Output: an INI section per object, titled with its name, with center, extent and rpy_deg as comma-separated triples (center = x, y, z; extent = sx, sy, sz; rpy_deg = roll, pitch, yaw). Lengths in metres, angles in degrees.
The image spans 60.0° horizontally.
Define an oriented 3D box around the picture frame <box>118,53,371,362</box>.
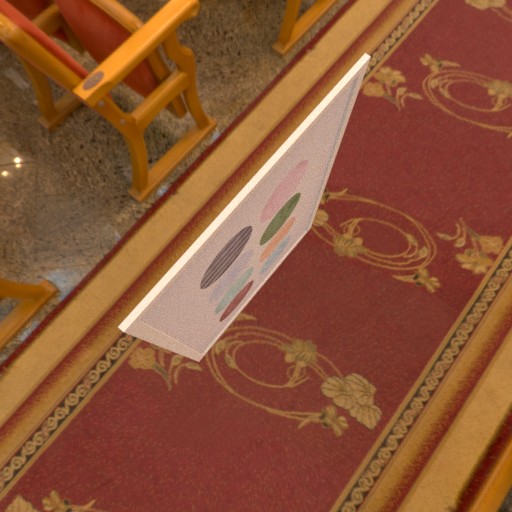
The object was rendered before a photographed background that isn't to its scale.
[picture frame]
center = 0.000, 0.000, 1.207
extent = 0.013, 0.940, 0.659
rpy_deg = 38, 77, 10
